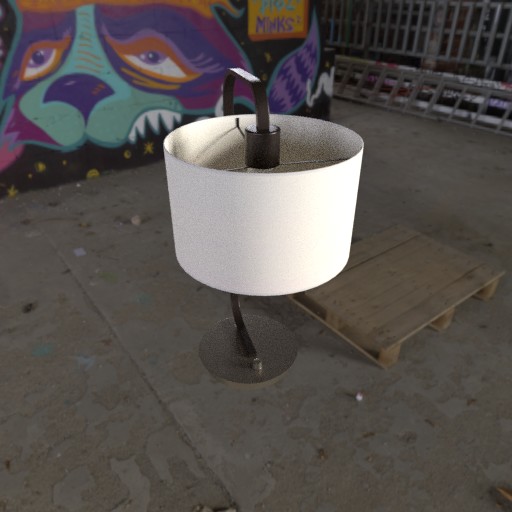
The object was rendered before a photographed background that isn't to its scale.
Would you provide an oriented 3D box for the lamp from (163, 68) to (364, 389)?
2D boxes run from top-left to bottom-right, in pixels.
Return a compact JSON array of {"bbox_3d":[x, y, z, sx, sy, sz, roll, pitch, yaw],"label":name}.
[{"bbox_3d":[0.000,0.000,0.634,0.230,0.473,0.288,-9,32,-15],"label":"lamp"}]
